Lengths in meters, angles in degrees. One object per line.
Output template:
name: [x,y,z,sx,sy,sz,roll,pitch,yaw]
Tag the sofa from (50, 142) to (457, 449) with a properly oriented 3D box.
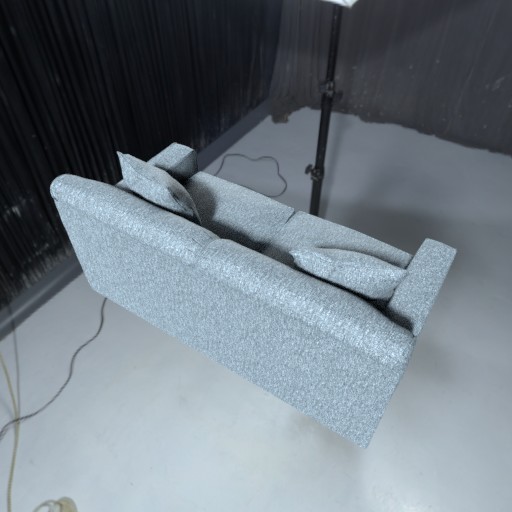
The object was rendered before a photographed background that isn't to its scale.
sofa: [0.000,0.000,2.424,1.846,0.958,0.998,25,51,22]
